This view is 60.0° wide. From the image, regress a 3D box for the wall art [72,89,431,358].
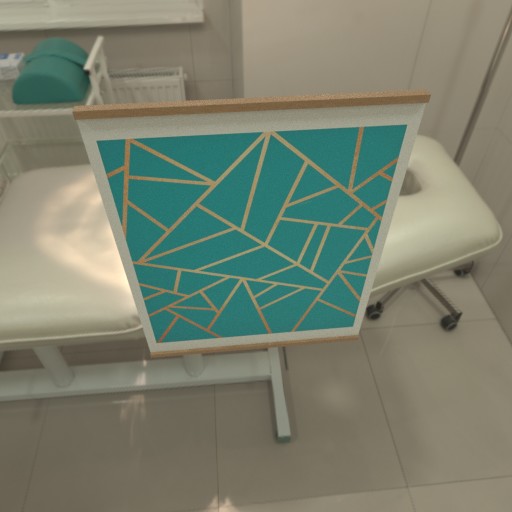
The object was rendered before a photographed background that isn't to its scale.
[{"bbox_3d":[0.000,0.000,0.685,0.405,0.508,0.012,-4,46,-4],"label":"wall art"}]
